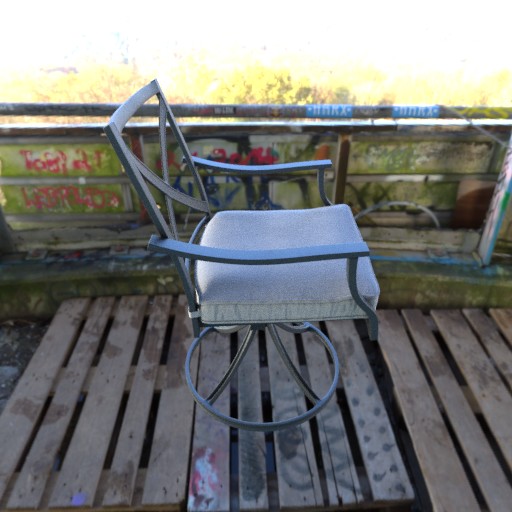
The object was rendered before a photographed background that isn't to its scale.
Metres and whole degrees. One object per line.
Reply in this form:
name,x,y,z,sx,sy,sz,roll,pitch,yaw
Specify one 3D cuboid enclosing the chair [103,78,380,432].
chair,0.000,0.000,1.285,0.620,0.889,0.575,0,32,0
